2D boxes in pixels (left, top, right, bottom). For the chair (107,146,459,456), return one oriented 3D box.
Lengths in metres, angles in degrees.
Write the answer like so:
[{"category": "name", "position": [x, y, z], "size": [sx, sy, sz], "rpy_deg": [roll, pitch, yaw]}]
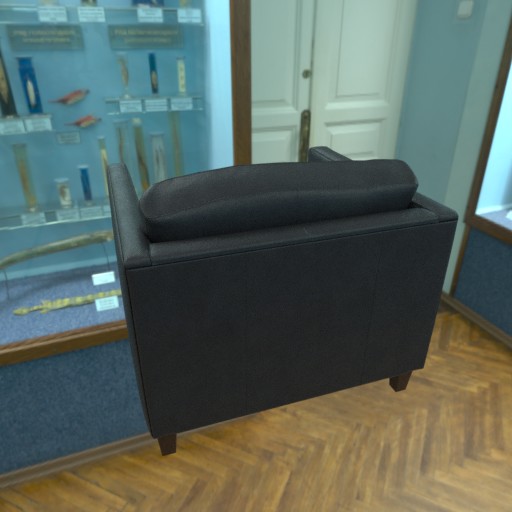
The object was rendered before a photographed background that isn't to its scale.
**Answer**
[{"category": "chair", "position": [0.000, 0.000, 1.583], "size": [0.939, 0.811, 0.862], "rpy_deg": [-9, 28, -17]}]
